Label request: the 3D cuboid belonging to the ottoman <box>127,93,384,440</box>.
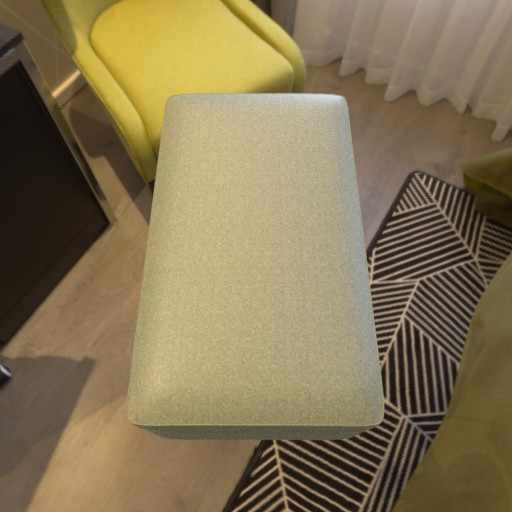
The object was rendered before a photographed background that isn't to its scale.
[{"bbox_3d":[0.000,0.000,1.564,0.681,0.494,1.173,0,63,0],"label":"ottoman"}]
